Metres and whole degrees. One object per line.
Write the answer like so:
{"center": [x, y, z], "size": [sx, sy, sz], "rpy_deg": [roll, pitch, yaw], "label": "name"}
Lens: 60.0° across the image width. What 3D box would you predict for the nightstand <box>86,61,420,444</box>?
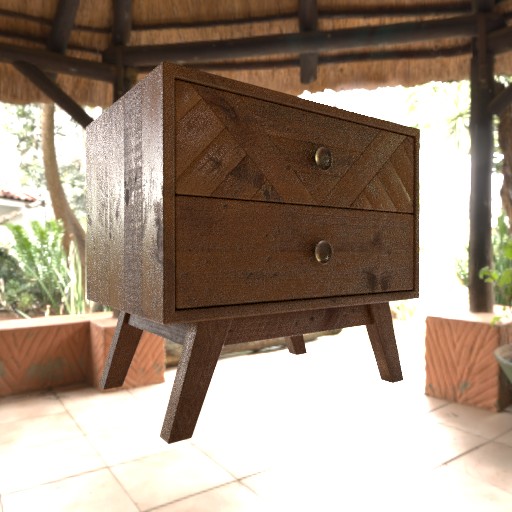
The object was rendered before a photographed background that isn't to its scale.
{"center": [0.000, 0.000, 1.036], "size": [0.650, 0.599, 0.450], "rpy_deg": [0, 1, -35], "label": "nightstand"}
